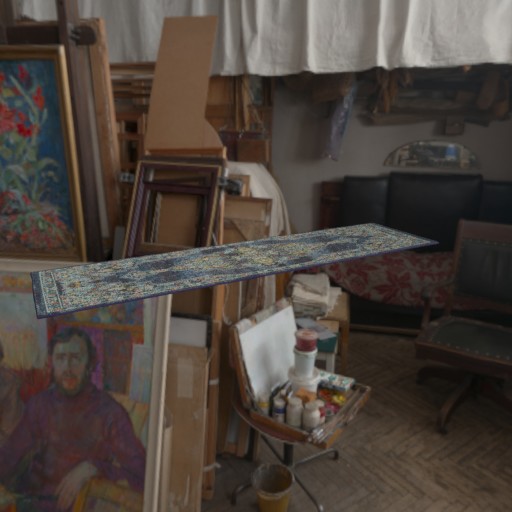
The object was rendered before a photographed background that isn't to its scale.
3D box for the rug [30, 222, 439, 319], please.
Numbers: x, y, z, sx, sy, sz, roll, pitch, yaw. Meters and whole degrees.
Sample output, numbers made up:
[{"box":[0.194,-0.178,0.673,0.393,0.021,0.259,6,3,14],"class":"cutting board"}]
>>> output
[{"box":[0.000,0.000,2.509,2.283,0.016,0.602,-9,20,-27],"class":"rug"}]
